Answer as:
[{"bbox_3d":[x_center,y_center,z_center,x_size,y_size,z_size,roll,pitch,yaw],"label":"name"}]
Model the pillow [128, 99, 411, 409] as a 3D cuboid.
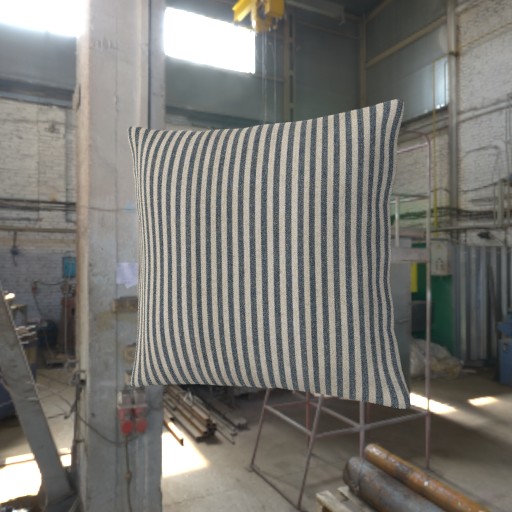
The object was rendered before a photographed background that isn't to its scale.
[{"bbox_3d":[0.000,0.000,0.797,0.523,0.510,0.166,0,-1,17],"label":"pillow"}]
